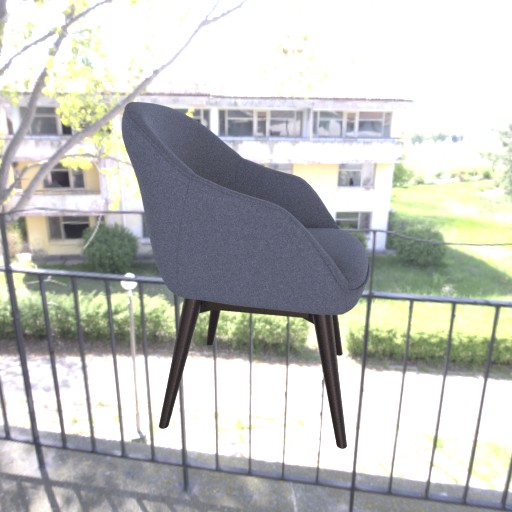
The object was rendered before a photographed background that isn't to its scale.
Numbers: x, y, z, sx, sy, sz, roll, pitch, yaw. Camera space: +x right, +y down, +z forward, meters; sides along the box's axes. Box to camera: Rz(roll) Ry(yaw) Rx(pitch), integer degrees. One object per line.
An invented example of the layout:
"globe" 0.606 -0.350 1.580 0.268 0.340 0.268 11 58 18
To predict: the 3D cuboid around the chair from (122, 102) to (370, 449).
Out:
"chair" 0.000 0.000 1.229 0.611 0.810 0.589 3 16 9
